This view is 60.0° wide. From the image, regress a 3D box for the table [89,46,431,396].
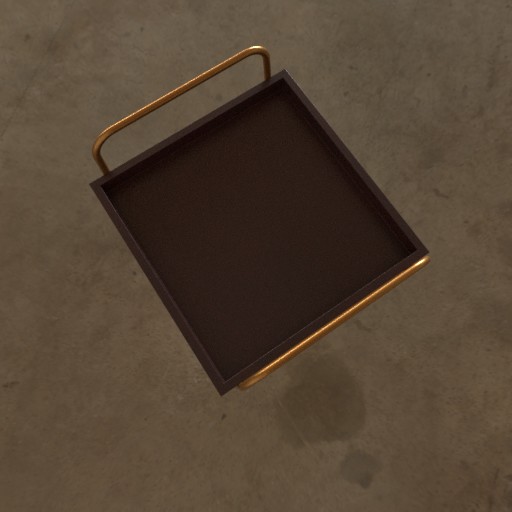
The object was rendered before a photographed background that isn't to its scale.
[{"bbox_3d":[0.000,0.000,0.973,0.430,0.710,0.430,-33,78,-8],"label":"table"}]
